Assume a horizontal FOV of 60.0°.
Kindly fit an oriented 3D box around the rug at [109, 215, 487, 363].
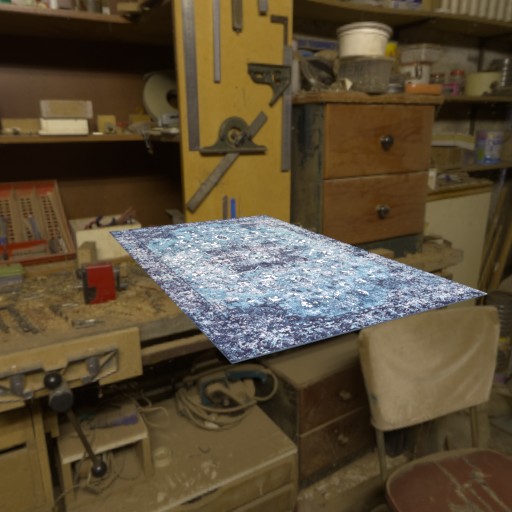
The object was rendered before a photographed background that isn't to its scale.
[{"bbox_3d":[0.000,0.000,3.068,1.525,0.007,2.440,-9,19,-27],"label":"rug"}]
